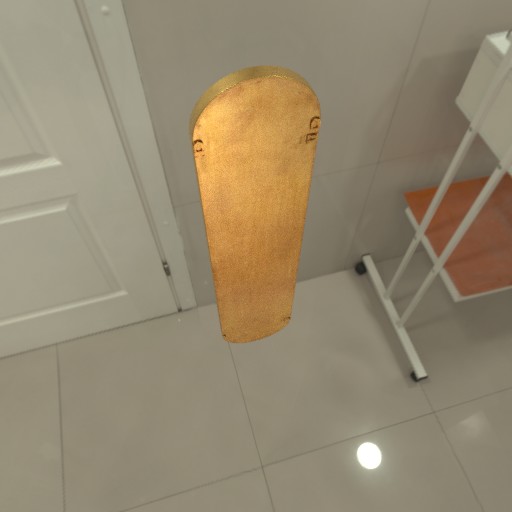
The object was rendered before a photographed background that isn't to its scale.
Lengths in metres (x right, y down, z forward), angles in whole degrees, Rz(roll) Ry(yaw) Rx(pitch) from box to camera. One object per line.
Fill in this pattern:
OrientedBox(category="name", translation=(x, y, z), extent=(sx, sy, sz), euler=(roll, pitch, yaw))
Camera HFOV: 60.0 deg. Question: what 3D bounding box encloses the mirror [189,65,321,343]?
OrientedBox(category="mirror", translation=(0.000, 0.000, 1.071), extent=(0.222, 0.991, 0.032), euler=(-14, 58, -9))
